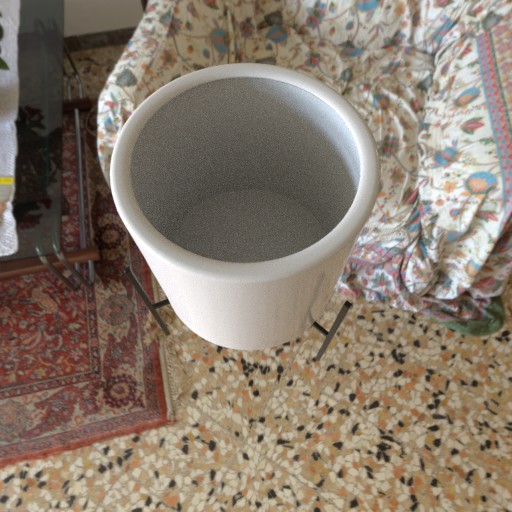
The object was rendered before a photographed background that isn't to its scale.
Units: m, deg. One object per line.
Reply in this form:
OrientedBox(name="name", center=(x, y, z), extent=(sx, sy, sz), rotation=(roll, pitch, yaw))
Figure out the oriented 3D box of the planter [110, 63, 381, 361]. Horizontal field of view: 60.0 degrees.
OrientedBox(name="planter", center=(0.000, 0.000, 0.647), extent=(0.308, 0.431, 0.307), rotation=(39, 70, 17))
